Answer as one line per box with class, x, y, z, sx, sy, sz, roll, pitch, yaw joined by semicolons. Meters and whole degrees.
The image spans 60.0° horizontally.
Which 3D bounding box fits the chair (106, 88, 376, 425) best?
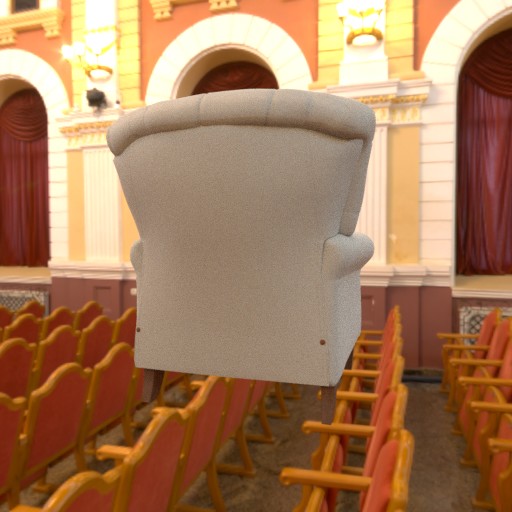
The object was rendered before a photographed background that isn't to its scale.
chair;0.000;0.000;2.054;1.090;1.217;1.128;1;2;18
